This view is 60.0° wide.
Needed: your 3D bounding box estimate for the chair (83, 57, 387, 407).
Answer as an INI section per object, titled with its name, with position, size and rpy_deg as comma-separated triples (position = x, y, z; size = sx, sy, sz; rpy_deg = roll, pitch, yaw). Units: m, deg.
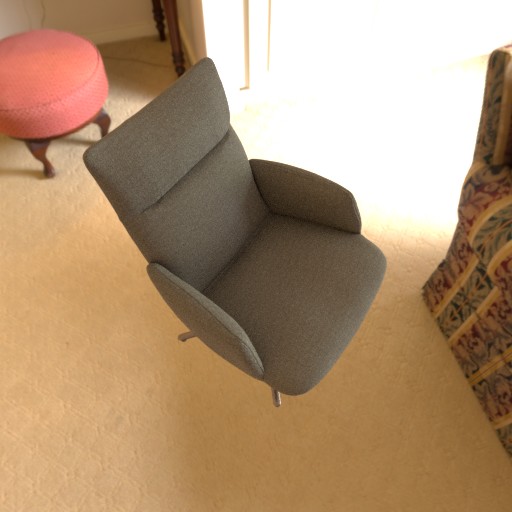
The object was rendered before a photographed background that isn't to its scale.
[chair]
position = 0.000, 0.000, 1.540
size = 0.831, 0.984, 0.702
rpy_deg = 30, 62, 18
